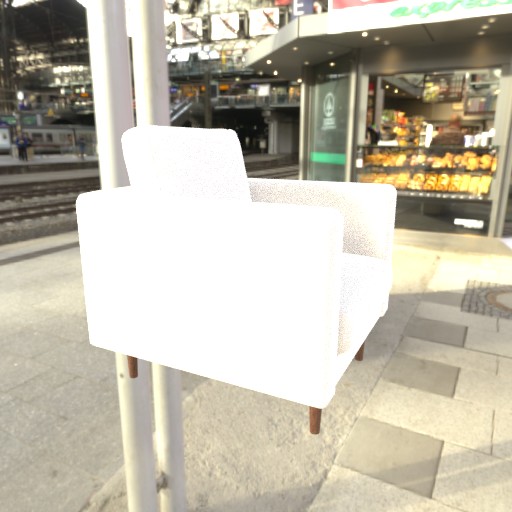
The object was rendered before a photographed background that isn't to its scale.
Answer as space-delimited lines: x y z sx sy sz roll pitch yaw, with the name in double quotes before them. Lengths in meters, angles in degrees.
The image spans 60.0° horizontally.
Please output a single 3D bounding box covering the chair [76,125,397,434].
"chair" 0.000 0.000 1.598 0.879 0.899 0.831 7 16 26
